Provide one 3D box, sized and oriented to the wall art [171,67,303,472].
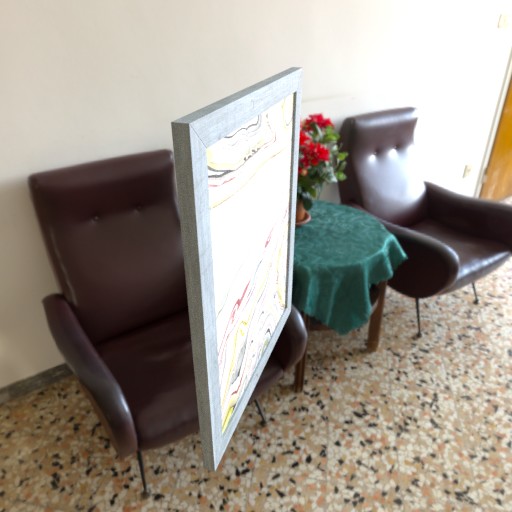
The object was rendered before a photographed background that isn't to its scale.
[{"bbox_3d":[0.000,0.000,0.806,0.022,0.582,0.479,10,31,17],"label":"wall art"}]
